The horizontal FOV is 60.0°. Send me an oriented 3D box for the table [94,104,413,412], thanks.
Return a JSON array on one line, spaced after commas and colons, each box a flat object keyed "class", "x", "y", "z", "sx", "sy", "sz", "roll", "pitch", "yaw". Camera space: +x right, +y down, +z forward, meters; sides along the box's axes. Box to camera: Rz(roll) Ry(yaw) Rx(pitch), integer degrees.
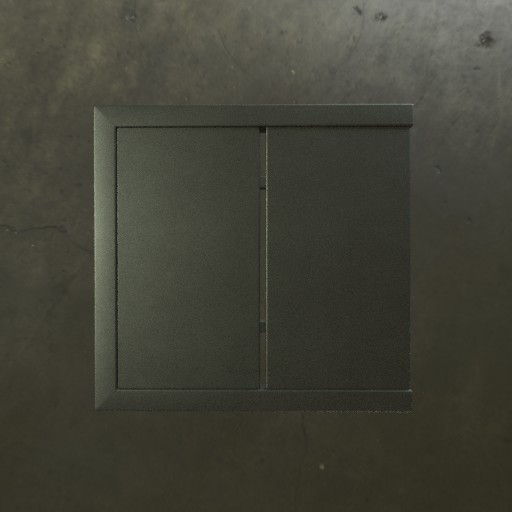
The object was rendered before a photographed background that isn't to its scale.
[{"class": "table", "x": 0.000, "y": 0.000, "z": 0.887, "sx": 0.420, "sy": 0.609, "sz": 0.405, "roll": 0, "pitch": 91, "yaw": 1}]
